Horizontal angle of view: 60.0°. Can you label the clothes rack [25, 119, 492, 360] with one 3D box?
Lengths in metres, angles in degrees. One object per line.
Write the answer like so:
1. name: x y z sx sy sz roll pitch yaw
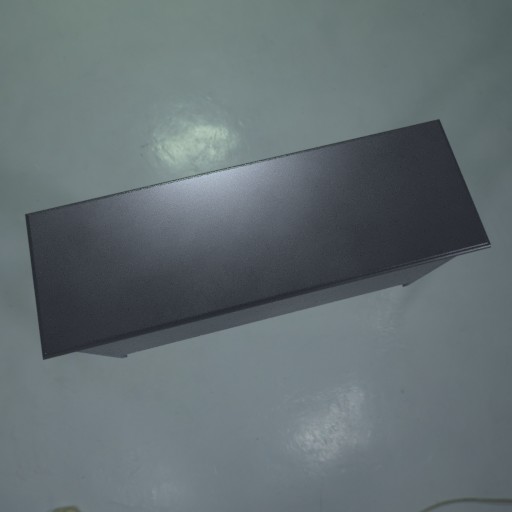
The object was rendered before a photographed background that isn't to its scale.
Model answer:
1. clothes rack: 0.000 0.000 1.473 1.219 0.556 0.406 -14 75 -4
